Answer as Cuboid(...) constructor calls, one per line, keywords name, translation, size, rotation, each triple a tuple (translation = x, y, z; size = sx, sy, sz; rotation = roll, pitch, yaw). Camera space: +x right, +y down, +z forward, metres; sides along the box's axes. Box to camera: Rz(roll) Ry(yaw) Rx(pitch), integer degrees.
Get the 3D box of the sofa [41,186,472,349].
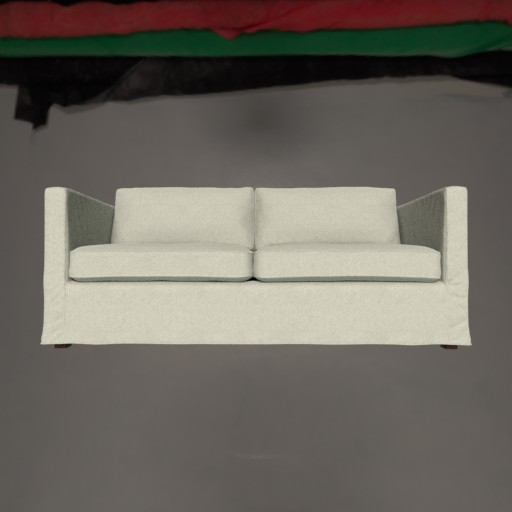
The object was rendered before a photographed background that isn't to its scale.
Cuboid(name="sofa", translation=(0.000, 0.000, 2.477), size=(1.987, 0.870, 0.940), rotation=(0, -1, 1))
